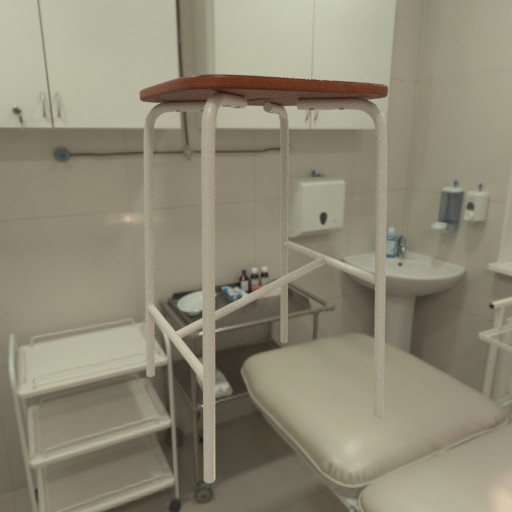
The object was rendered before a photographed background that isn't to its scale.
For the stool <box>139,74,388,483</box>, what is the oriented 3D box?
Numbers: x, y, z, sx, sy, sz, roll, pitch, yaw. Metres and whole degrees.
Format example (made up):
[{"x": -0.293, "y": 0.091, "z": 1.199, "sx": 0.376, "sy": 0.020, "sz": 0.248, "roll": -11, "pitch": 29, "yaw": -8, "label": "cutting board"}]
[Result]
[{"x": 0.000, "y": 0.000, "z": 0.862, "sx": 0.376, "sy": 0.610, "sz": 0.376, "roll": -8, "pitch": 18, "yaw": -27, "label": "stool"}]
